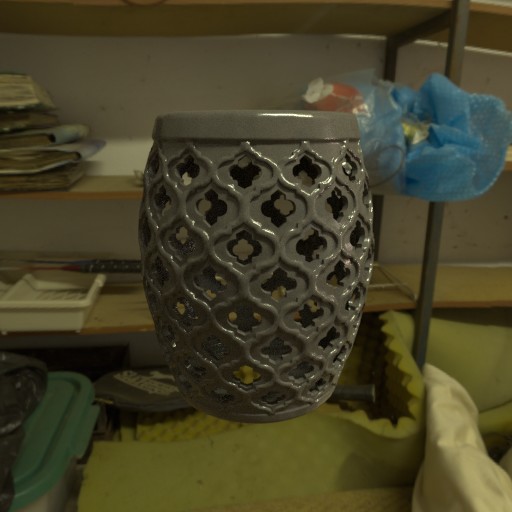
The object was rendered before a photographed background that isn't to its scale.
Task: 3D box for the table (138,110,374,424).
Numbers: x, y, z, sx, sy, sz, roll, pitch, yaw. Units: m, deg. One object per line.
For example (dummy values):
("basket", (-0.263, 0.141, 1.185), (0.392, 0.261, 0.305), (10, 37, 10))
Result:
("table", (0.000, 0.000, 0.636), (0.325, 0.388, 0.325), (0, 16, 0))
